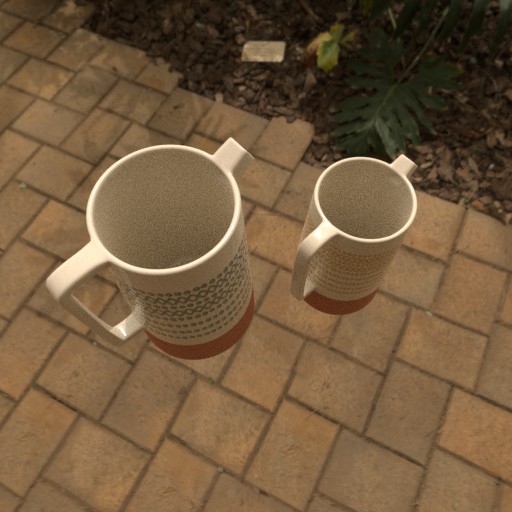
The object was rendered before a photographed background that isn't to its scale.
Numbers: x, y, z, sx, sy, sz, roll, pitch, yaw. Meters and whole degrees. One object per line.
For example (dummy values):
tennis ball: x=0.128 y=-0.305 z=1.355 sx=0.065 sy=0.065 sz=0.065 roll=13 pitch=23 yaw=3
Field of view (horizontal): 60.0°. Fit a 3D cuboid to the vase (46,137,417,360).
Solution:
vase: x=0.000 y=0.000 z=0.461 sx=0.326 sy=0.247 sz=0.168 roll=-2 pitch=64 yaw=-1
